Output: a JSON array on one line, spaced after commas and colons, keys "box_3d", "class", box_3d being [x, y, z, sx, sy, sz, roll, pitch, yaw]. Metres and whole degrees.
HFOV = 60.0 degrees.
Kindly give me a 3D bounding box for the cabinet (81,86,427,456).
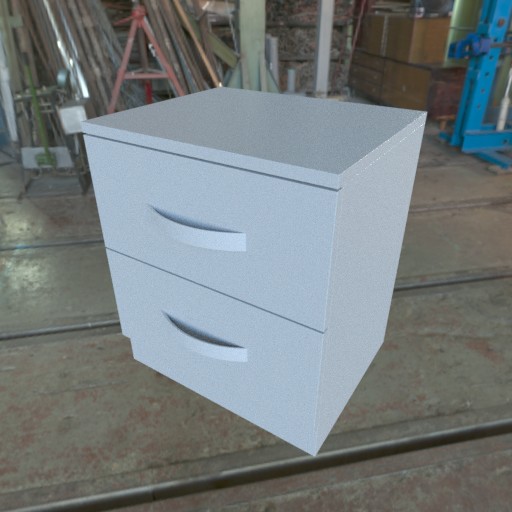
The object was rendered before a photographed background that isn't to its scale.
[{"box_3d": [0.000, 0.000, 0.771, 0.400, 0.470, 0.360, 18, 35, 28], "class": "cabinet"}]
